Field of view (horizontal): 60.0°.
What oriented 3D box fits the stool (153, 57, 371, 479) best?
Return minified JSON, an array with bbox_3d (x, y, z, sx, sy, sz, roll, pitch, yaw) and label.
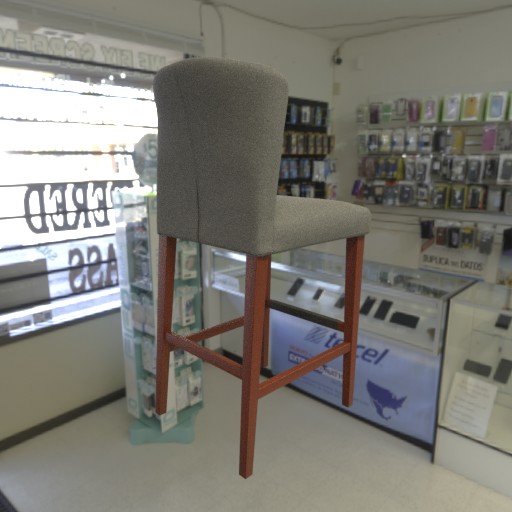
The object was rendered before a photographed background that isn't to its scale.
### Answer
[{"bbox_3d":[0.000,0.000,1.389,0.568,1.069,0.481,-12,18,-43],"label":"stool"}]
